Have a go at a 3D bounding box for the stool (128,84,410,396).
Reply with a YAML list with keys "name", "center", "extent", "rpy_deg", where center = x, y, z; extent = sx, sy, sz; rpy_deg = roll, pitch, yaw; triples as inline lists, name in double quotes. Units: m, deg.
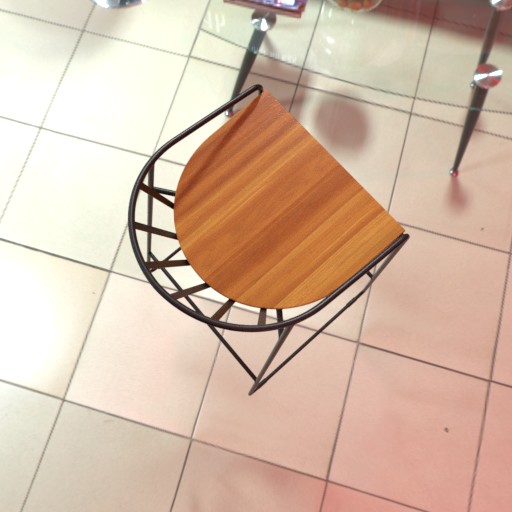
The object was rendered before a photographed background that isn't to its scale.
- name: "stool"
  center: [0.000, 0.000, 1.147]
  extent: [0.521, 0.812, 0.546]
  rpy_deg: [-40, 80, -9]
